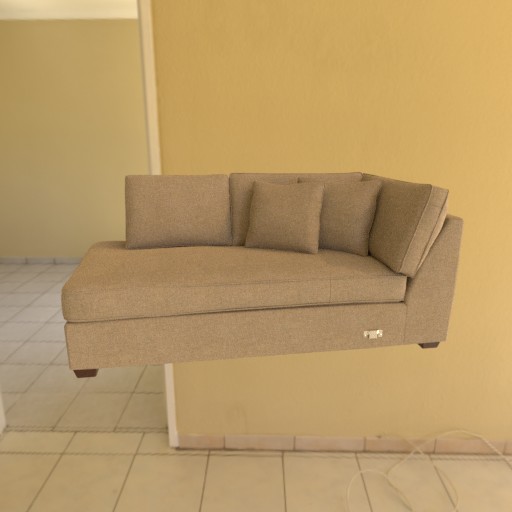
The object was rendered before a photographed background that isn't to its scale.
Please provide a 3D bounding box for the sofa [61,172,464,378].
[{"bbox_3d":[0.000,0.000,2.901,2.238,1.019,1.110,-2,16,-8],"label":"sofa"}]
